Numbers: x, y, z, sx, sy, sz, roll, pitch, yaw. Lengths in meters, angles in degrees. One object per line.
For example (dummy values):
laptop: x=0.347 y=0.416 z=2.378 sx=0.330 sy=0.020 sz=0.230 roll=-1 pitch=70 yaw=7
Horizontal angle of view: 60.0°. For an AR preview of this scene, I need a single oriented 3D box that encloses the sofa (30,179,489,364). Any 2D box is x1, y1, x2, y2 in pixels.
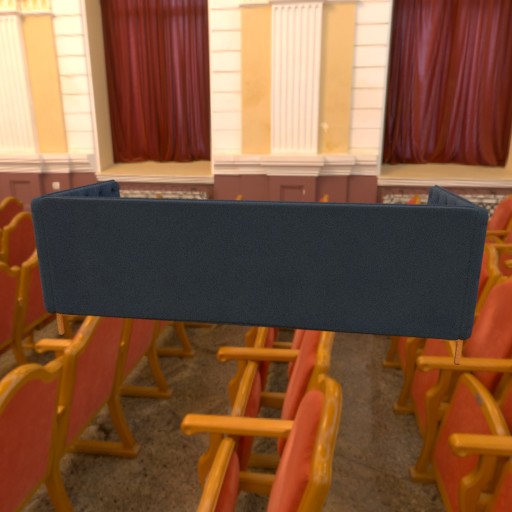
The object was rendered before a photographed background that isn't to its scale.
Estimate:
sofa: x=0.000 y=0.000 z=2.565 sx=2.209 sy=0.771 sz=0.895 roll=2 pitch=16 yaw=9
